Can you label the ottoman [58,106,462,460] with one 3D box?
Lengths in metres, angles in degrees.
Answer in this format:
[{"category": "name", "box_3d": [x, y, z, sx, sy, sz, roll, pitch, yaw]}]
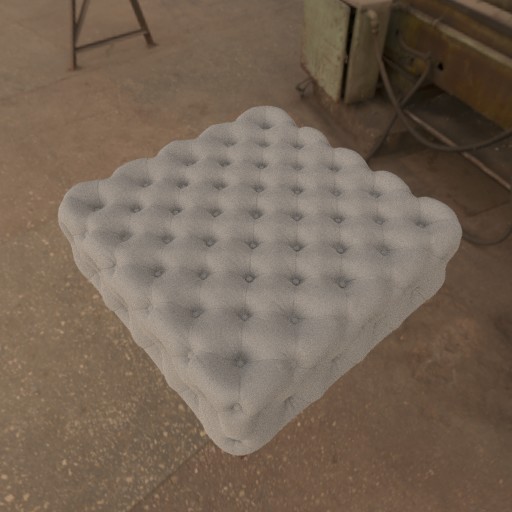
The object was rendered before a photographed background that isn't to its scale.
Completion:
[{"category": "ottoman", "box_3d": [0.000, 0.000, 1.429, 0.911, 0.439, 0.917, -32, 55, -26]}]
